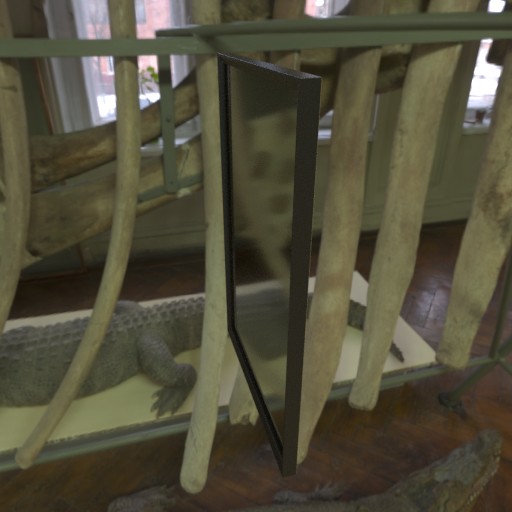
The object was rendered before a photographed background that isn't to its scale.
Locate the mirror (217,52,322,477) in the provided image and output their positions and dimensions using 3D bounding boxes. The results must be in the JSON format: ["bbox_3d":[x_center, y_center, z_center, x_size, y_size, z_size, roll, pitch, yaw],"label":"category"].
[{"bbox_3d":[0.000,0.000,1.136,0.041,0.915,0.609,-8,29,-14],"label":"mirror"}]
